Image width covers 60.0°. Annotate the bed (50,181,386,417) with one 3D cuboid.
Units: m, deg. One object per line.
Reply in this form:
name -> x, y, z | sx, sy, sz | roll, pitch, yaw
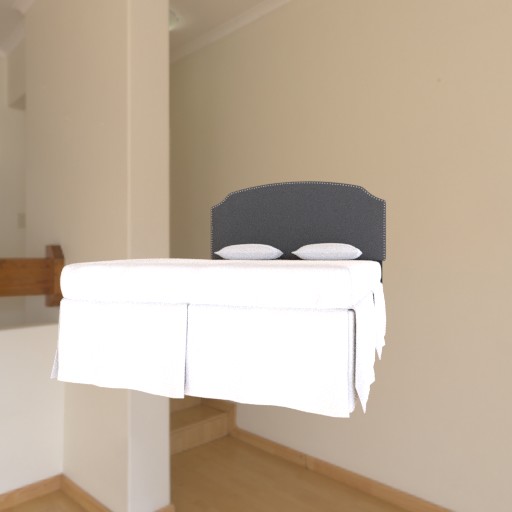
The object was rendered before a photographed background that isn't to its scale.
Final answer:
bed -> 0.000, 0.000, 2.876 | 1.558, 1.270, 1.999 | 0, 0, 19
